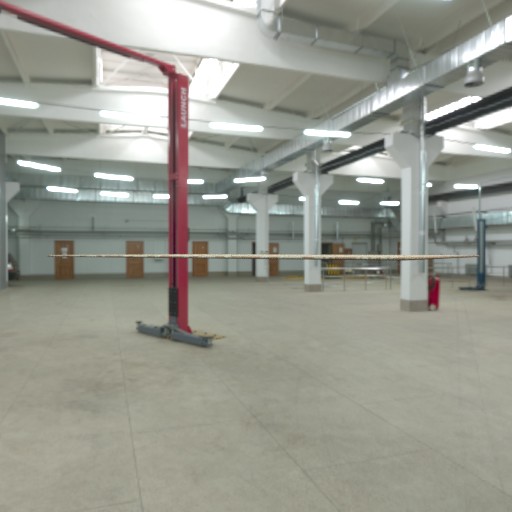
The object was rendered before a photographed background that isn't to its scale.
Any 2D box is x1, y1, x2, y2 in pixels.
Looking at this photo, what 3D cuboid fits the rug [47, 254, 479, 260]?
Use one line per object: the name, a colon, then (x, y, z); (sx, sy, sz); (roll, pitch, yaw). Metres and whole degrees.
rug: (0.000, 0.000, 2.937); (2.435, 0.011, 1.526); (0, 1, 36)
